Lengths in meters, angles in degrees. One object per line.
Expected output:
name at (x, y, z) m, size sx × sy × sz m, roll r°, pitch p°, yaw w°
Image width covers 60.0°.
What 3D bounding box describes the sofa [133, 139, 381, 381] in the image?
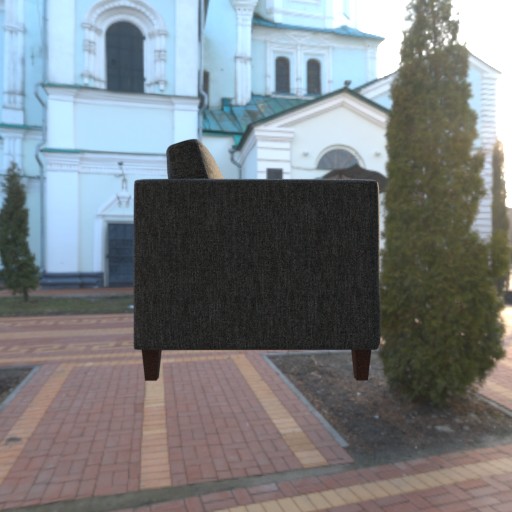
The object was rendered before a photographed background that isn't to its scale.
sofa at (0.000, 0.000, 2.718) m, size 0.948 × 0.960 × 2.208 m, roll 0°, pitch 0°, yaw 0°
